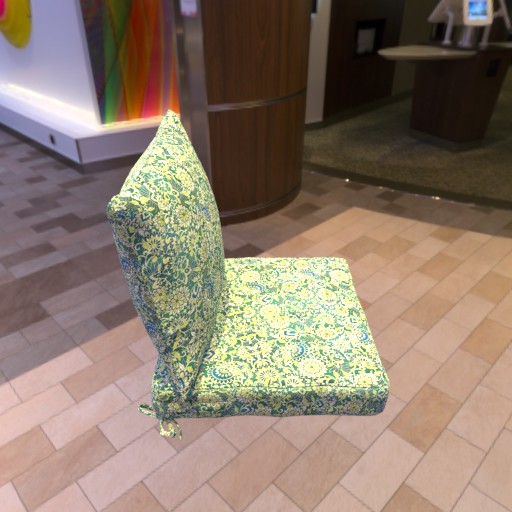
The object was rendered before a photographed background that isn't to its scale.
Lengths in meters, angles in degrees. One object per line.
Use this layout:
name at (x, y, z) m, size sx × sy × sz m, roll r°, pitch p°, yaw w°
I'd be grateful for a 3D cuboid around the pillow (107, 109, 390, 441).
pillow at (0.000, 0.000, 1.369) m, size 0.740 × 0.722 × 0.798 m, roll 0°, pitch 31°, yaw -1°
